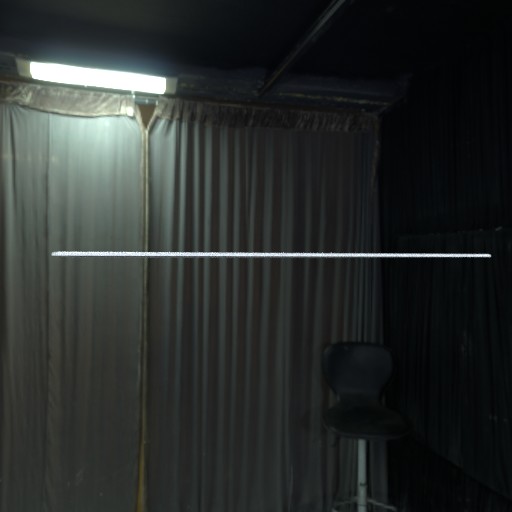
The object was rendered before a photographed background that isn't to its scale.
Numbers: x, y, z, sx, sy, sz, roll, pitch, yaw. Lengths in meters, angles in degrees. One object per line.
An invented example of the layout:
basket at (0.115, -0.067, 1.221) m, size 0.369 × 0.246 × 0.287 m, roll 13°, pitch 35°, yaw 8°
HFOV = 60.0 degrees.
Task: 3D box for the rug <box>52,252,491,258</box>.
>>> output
rug at (0.000, 0.000, 2.212) m, size 1.747 × 0.011 × 1.217 m, roll 0°, pitch -1°, yaw -19°
